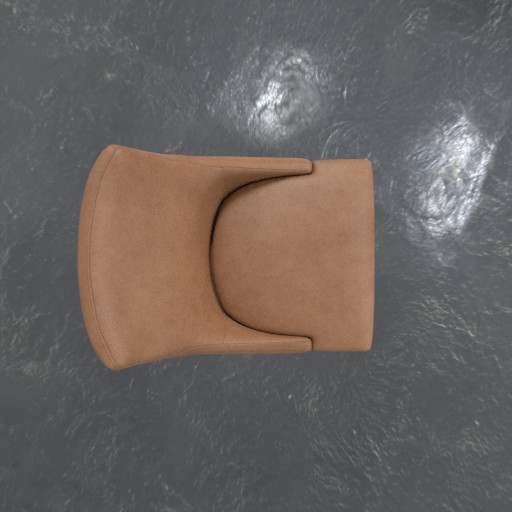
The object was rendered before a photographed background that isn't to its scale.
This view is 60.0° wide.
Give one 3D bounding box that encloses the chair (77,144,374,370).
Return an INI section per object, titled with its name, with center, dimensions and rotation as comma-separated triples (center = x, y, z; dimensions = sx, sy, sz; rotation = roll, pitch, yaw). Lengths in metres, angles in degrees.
[chair]
center = 0.000, 0.000, 1.500
dimensions = 0.861, 0.909, 0.701
rotation = 0, 91, 0
